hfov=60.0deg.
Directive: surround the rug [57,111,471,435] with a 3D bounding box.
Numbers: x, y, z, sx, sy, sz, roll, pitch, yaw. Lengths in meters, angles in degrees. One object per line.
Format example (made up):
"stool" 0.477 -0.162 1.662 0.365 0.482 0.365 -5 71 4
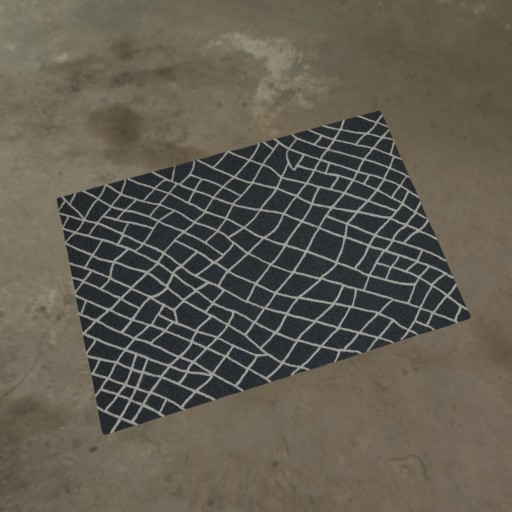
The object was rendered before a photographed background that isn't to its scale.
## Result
"rug" 0.000 0.000 2.248 1.830 0.013 1.223 -16 75 -5
